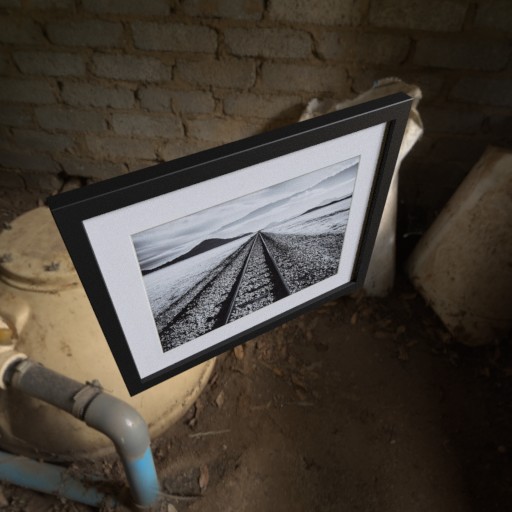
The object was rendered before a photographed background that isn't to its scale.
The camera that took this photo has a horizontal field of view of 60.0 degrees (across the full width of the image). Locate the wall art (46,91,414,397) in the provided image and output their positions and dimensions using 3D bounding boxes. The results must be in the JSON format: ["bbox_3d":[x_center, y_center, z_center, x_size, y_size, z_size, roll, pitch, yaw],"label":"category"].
[{"bbox_3d":[0.000,0.000,0.777,0.559,0.458,0.029,-22,50,-20],"label":"wall art"}]
